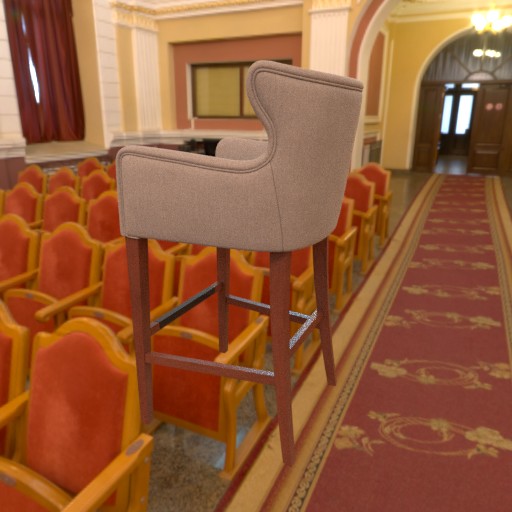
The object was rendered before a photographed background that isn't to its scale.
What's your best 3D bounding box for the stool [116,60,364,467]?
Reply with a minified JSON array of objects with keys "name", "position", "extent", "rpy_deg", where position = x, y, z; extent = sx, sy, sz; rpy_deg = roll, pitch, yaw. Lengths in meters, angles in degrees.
[{"name":"stool","position":[0.000,0.000,1.371],"extent":[0.575,1.047,0.575],"rpy_deg":[8,19,24]}]
